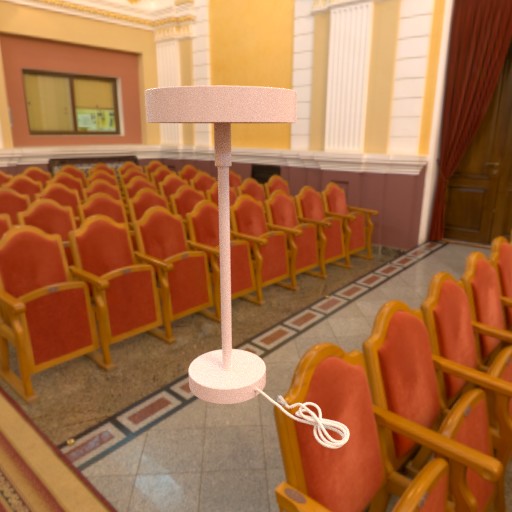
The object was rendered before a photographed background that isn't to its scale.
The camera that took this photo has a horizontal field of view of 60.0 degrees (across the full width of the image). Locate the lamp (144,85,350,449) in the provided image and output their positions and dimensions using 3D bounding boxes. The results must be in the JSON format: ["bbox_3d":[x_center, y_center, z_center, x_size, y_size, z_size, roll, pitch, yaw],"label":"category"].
[{"bbox_3d":[0.000,0.000,0.697,0.369,0.508,0.229,14,21,40],"label":"lamp"}]
